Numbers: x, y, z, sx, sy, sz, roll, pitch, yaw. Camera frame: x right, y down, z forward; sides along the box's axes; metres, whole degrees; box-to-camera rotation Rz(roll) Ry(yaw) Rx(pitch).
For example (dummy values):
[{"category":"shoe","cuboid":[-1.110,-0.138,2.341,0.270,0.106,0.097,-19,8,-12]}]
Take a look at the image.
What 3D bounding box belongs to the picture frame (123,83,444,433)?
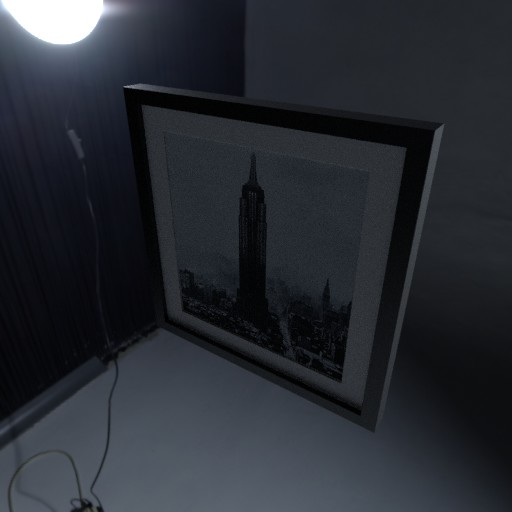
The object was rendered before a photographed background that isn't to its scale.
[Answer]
[{"category":"picture frame","cuboid":[0.000,0.000,0.528,0.355,0.353,0.029,19,35,29]}]
